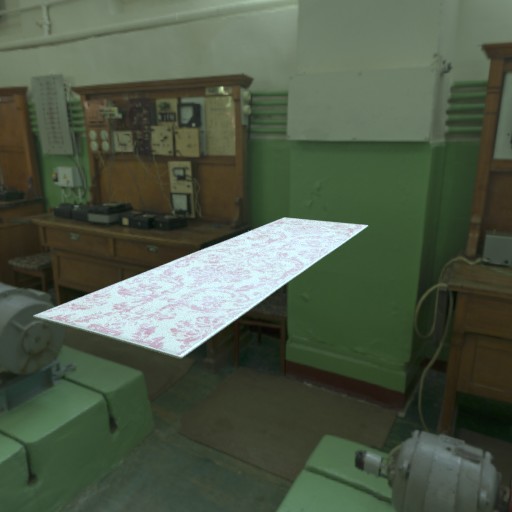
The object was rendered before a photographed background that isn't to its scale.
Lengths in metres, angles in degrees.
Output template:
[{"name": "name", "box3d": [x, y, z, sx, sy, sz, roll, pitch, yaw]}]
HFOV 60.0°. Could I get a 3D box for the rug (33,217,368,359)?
[{"name": "rug", "box3d": [0.000, 0.000, 2.382, 0.662, 0.011, 2.196, 8, 17, 27]}]
